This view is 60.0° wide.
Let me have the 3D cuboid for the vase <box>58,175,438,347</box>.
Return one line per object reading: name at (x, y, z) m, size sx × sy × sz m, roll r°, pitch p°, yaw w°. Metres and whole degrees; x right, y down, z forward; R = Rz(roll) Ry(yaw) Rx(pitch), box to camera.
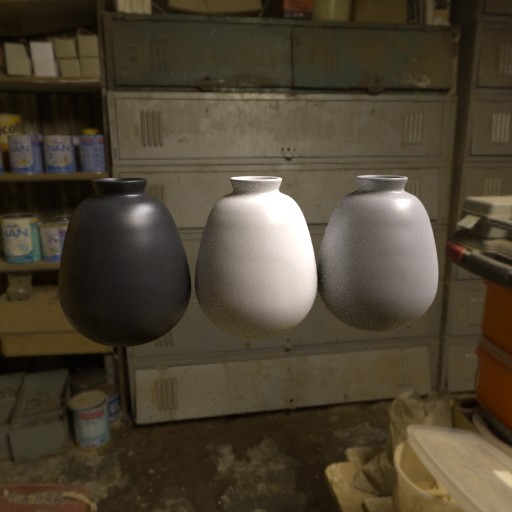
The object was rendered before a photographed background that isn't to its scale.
vase at (0.000, 0.000, 0.350) m, size 0.297 × 0.122 × 0.097 m, roll -2°, pitch 14°, yaw -8°
